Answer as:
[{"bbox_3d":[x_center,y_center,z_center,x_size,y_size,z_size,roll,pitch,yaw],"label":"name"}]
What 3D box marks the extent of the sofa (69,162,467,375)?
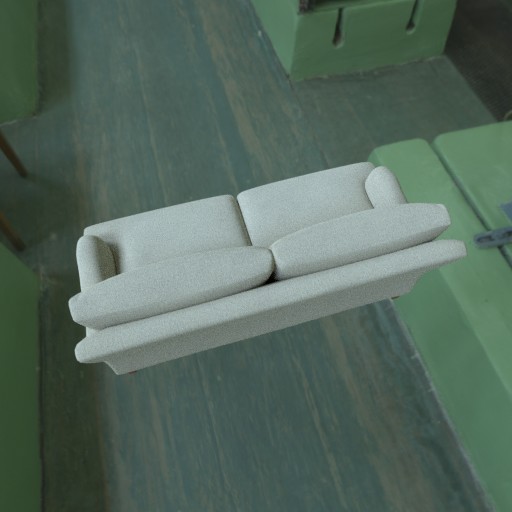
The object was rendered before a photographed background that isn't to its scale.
[{"bbox_3d":[0.000,0.000,2.750,2.070,0.997,1.091,-14,60,-9],"label":"sofa"}]
